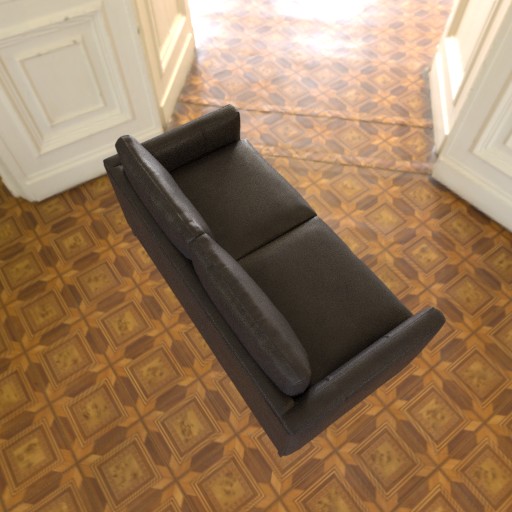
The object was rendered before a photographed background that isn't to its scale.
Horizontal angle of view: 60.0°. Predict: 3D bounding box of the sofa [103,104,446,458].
[{"bbox_3d":[0.000,0.000,2.400,0.947,0.883,1.805,-32,63,-19],"label":"sofa"}]
